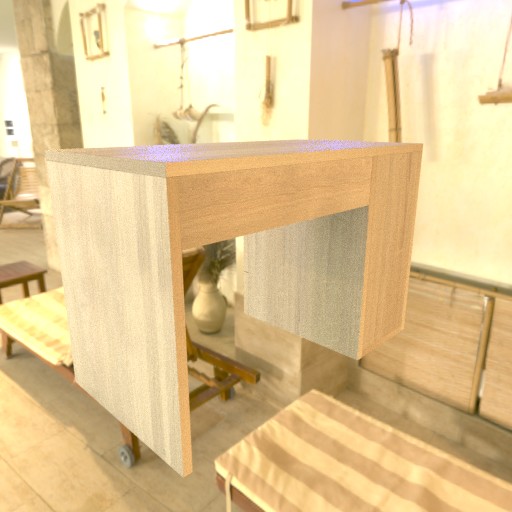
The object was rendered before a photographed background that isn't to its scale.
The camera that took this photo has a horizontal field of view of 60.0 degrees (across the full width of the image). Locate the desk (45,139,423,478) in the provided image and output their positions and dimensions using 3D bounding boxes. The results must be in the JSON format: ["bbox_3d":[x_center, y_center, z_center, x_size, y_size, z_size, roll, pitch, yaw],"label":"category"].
[{"bbox_3d":[0.000,0.000,1.517,0.600,0.731,1.100,16,23,42],"label":"desk"}]
